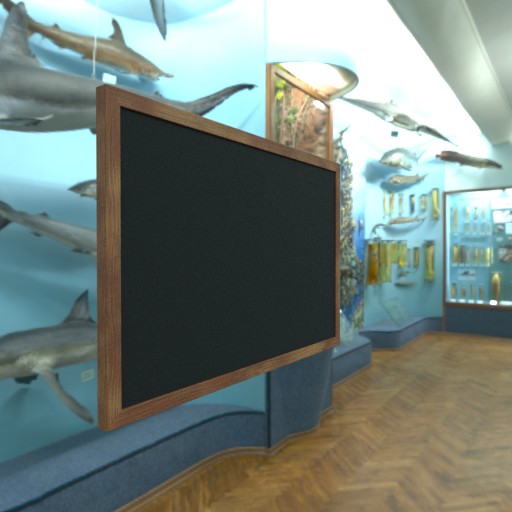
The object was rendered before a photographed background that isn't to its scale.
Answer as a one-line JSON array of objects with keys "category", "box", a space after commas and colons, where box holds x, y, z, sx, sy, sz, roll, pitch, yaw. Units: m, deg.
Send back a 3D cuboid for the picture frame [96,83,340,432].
[{"category": "picture frame", "box": [0.000, 0.000, 1.200, 0.029, 0.640, 0.950, 1, 1, 37]}]
